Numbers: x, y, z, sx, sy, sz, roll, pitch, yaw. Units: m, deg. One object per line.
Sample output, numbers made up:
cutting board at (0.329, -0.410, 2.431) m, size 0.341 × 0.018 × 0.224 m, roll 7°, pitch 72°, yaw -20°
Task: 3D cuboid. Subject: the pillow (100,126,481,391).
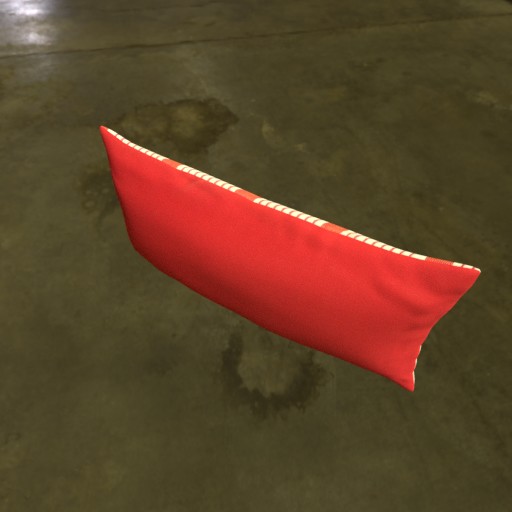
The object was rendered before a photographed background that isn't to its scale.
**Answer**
pillow at (0.000, 0.000, 0.724) m, size 0.608 × 0.297 × 0.151 m, roll 25°, pitch 51°, yaw 22°
